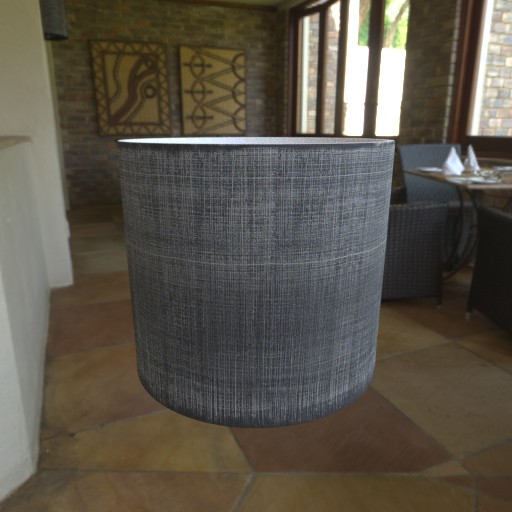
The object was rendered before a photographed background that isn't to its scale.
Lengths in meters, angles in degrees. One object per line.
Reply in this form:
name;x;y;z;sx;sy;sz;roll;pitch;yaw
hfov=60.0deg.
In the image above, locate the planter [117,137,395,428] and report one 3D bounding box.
planter;0.000;0.000;0.395;0.221;0.201;0.221;0;16;0
